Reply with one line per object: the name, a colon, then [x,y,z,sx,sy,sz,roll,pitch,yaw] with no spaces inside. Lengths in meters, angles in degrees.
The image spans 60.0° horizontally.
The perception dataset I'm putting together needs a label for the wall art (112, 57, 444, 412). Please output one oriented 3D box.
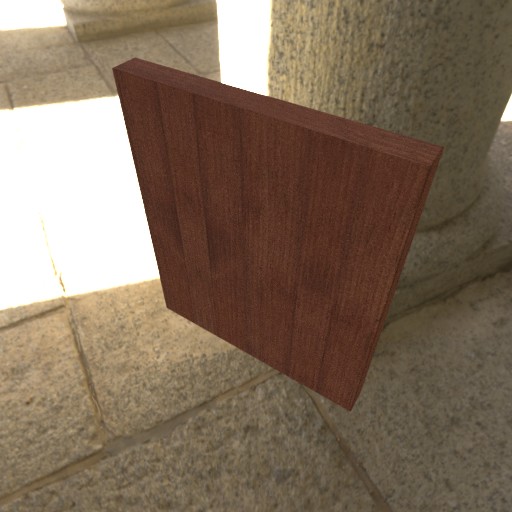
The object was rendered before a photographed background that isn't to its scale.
wall art: [0.000,0.000,0.617,0.377,0.449,0.039,25,50,23]
